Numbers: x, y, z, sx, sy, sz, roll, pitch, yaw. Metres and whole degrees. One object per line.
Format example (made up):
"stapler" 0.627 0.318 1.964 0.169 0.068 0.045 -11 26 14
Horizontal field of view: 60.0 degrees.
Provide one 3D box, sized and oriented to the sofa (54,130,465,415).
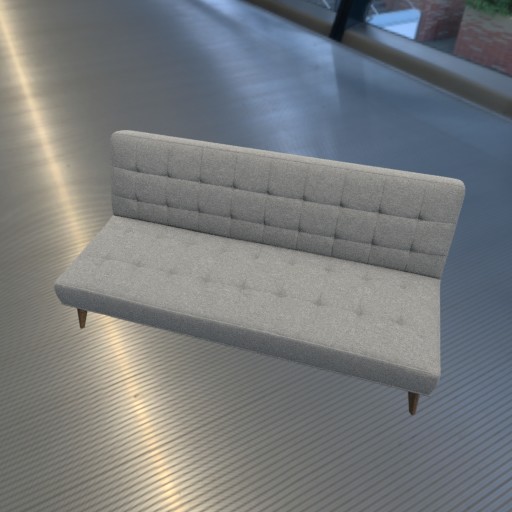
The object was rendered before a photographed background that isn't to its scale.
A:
"sofa" 0.000 0.000 2.210 1.800 0.810 0.860 11 43 12
